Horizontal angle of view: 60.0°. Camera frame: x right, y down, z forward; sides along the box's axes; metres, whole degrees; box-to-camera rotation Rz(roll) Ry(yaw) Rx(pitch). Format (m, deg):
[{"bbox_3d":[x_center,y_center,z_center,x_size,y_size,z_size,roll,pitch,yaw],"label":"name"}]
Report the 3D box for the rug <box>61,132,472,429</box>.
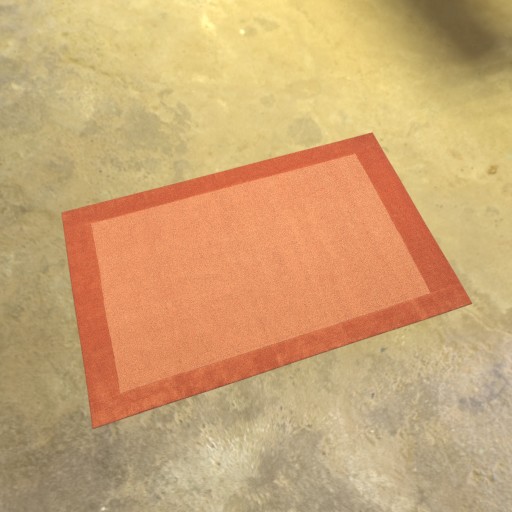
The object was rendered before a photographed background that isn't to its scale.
[{"bbox_3d":[0.000,0.000,3.010,2.438,0.014,1.524,-16,64,-8],"label":"rug"}]
